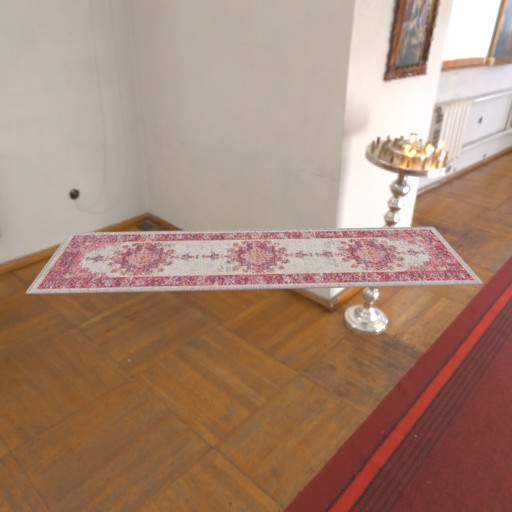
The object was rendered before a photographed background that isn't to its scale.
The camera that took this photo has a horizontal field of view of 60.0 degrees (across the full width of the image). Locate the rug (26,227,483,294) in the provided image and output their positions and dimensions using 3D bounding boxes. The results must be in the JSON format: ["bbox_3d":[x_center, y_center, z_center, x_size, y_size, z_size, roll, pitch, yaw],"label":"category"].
[{"bbox_3d":[0.000,0.000,2.500,2.294,0.011,0.666,-1,30,-2],"label":"rug"}]
